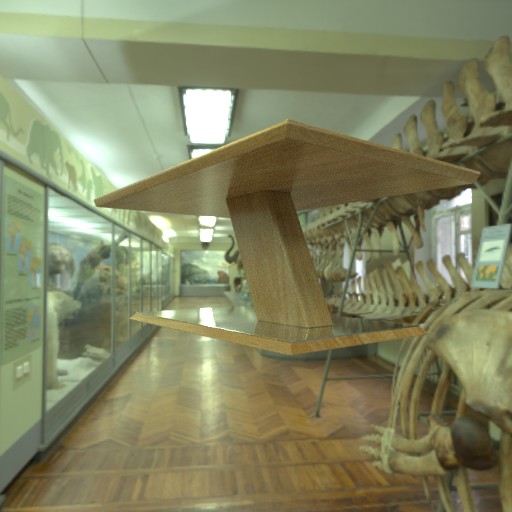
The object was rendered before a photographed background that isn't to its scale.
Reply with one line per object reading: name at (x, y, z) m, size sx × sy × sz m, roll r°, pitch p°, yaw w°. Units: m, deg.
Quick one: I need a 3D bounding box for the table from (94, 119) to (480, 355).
table at (0.000, 0.000, 1.421) m, size 0.692 × 0.441 × 1.100 m, roll 1°, pitch -2°, yaw -37°
